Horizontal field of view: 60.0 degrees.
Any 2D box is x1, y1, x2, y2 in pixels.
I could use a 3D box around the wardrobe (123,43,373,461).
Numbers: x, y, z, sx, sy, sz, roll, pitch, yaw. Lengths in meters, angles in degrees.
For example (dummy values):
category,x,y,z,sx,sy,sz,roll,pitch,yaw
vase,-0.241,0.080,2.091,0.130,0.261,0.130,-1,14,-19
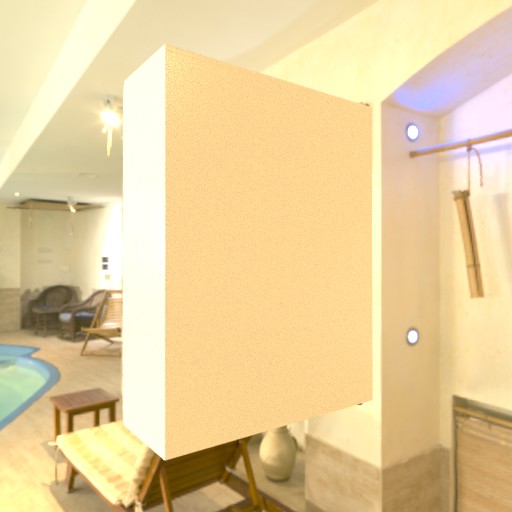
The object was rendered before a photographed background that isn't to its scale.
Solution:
category,x,y,z,sx,sy,sz,roll,pitch,yaw
wardrobe,0.000,0.000,1.663,0.900,1.200,0.360,0,0,-36
